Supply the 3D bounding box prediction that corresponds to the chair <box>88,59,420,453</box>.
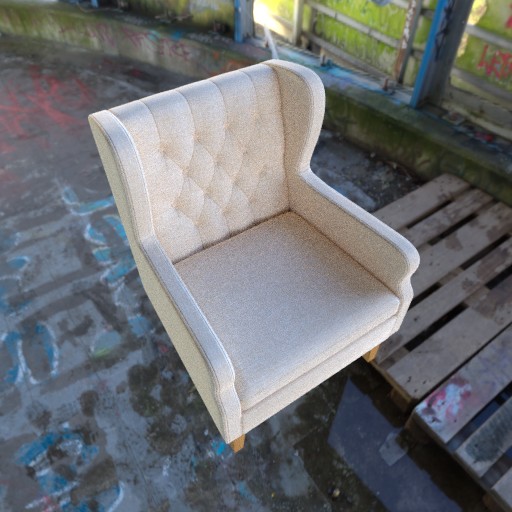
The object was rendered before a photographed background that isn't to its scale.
[{"bbox_3d":[0.000,0.000,1.442,0.710,0.930,0.760,-26,53,-22],"label":"chair"}]
